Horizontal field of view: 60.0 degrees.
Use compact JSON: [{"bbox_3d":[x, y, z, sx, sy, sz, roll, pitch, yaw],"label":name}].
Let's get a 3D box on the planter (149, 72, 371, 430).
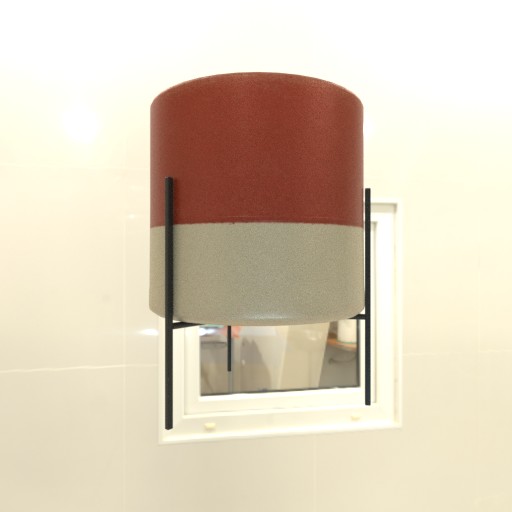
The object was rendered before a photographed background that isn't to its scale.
[{"bbox_3d":[0.000,0.000,0.732,0.345,0.465,0.354,0,0,-18],"label":"planter"}]
